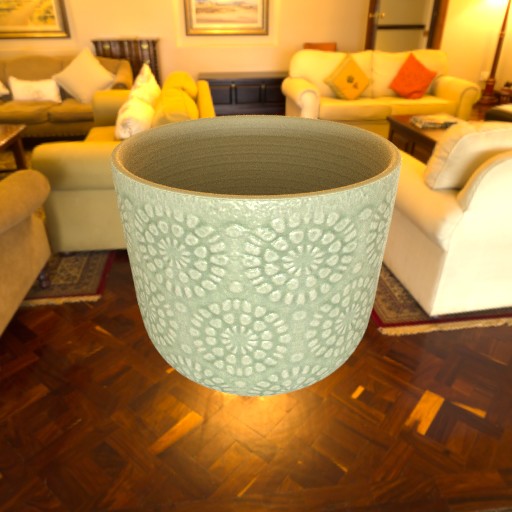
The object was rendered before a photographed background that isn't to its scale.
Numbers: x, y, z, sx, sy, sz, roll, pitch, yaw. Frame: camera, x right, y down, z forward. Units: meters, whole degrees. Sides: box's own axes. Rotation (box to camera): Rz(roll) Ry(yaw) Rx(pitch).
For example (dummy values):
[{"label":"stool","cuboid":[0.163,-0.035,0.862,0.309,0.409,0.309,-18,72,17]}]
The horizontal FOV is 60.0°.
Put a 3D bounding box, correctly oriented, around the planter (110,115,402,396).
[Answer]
[{"label":"planter","cuboid":[0.000,0.000,0.304,0.169,0.153,0.169,0,30,0]}]
